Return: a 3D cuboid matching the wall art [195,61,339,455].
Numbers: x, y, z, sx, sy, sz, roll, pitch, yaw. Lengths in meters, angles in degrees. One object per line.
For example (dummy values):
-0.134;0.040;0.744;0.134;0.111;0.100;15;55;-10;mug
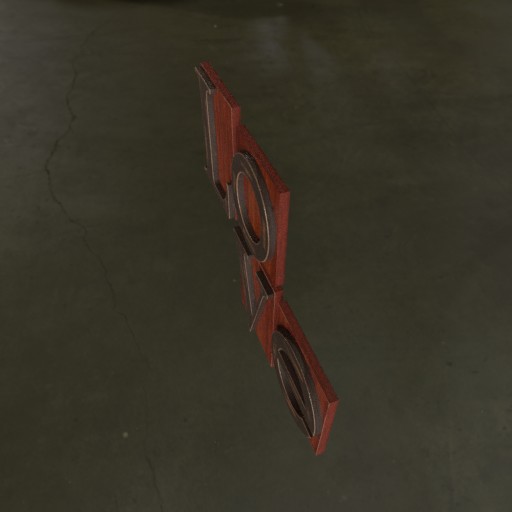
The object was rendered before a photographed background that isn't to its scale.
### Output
0.000;0.000;0.855;0.030;0.497;0.635;-15;47;-14;wall art
